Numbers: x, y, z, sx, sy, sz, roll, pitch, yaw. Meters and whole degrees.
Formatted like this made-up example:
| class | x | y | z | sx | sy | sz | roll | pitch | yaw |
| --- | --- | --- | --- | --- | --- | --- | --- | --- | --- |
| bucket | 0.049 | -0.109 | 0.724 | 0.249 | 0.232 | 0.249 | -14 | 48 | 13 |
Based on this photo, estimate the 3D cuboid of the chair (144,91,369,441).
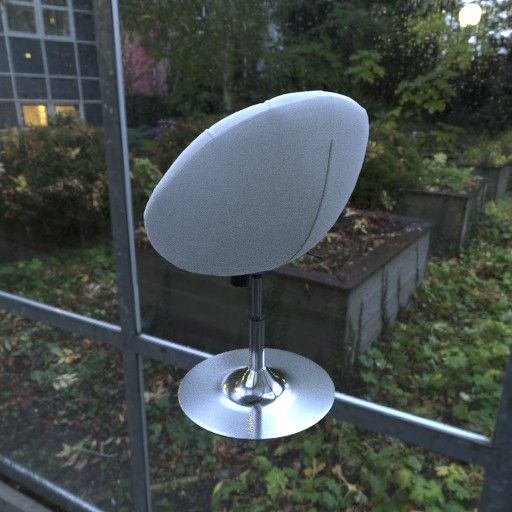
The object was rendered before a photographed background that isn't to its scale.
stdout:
| class | x | y | z | sx | sy | sz | roll | pitch | yaw |
| --- | --- | --- | --- | --- | --- | --- | --- | --- | --- |
| chair | 0.000 | 0.000 | 1.837 | 0.940 | 1.261 | 0.736 | -15 | 23 | -40 |
